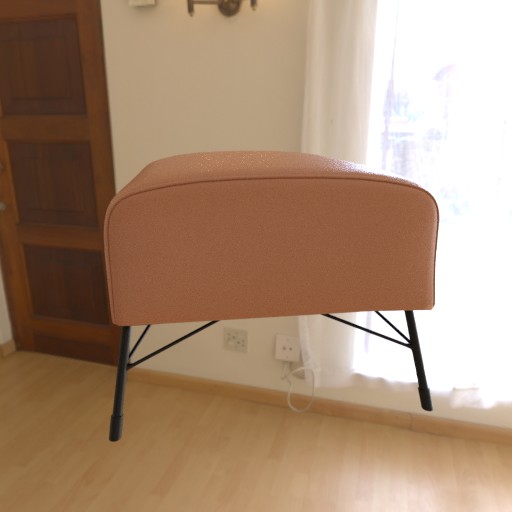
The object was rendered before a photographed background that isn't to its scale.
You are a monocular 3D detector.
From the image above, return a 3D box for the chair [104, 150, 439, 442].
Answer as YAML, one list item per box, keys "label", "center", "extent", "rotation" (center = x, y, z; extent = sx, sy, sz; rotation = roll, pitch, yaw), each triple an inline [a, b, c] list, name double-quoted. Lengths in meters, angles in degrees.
- label: "chair"
  center: [0.000, 0.000, 0.900]
  extent: [0.530, 0.410, 0.530]
  rotation: [-2, 16, -8]
